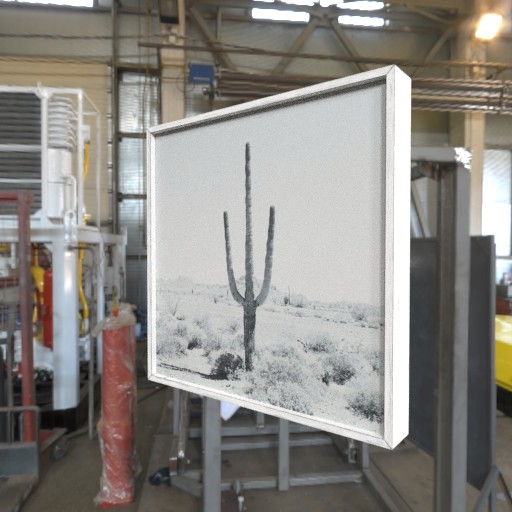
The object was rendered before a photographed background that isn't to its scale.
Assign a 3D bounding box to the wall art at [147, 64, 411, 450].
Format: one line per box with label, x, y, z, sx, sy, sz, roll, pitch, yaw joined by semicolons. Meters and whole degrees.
wall art;0.000;0.000;0.459;0.305;0.305;0.038;1;2;38
